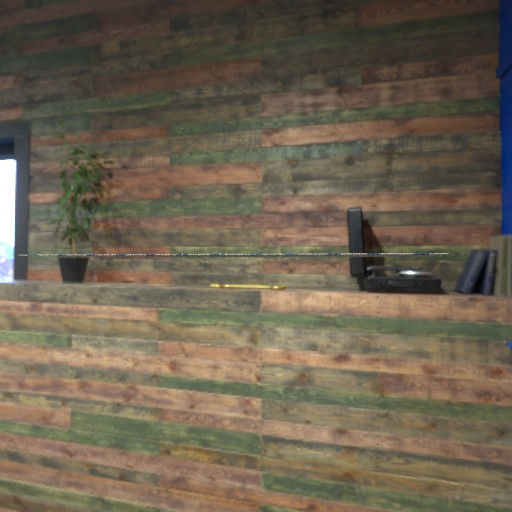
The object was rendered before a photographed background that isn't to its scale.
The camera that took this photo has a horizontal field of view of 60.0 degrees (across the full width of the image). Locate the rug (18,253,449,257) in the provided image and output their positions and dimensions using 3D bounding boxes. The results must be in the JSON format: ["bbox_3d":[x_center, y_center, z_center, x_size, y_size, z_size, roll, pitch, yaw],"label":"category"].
[{"bbox_3d":[0.000,0.000,4.112,3.059,0.008,2.453,0,0,18],"label":"rug"}]
